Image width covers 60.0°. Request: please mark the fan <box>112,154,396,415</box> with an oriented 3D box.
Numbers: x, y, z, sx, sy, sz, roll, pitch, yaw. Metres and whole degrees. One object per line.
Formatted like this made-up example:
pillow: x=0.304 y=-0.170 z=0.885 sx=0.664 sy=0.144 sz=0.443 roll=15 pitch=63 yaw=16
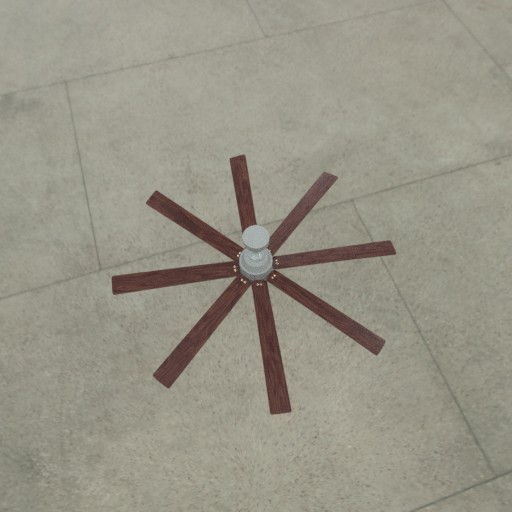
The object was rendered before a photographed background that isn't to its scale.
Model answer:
fan: x=0.000 y=0.000 z=2.730 sx=1.830 sy=0.472 sz=1.830 roll=33 pitch=67 yaw=16
